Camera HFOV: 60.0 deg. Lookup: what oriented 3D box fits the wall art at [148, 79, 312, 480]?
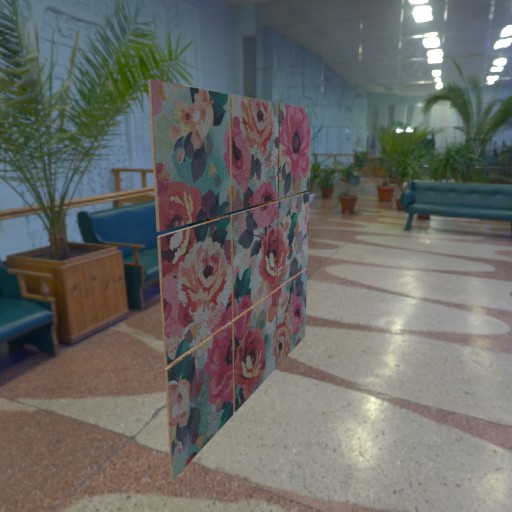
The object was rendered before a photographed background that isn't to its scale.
[{"bbox_3d":[0.000,0.000,2.264,0.013,1.519,1.521,7,16,26],"label":"wall art"}]
